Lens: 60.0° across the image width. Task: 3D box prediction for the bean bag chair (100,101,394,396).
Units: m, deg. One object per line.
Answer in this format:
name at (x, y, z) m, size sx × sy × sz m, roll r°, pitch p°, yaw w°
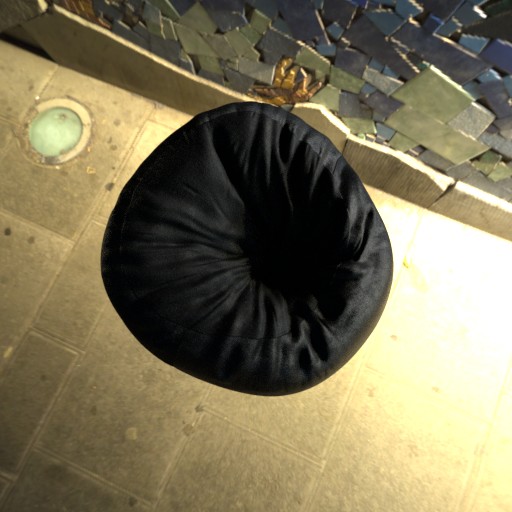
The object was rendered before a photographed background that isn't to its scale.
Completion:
bean bag chair at (0.000, 0.000, 2.504) m, size 1.524 × 0.878 × 1.524 m, roll 38°, pitch 78°, yaw 9°
